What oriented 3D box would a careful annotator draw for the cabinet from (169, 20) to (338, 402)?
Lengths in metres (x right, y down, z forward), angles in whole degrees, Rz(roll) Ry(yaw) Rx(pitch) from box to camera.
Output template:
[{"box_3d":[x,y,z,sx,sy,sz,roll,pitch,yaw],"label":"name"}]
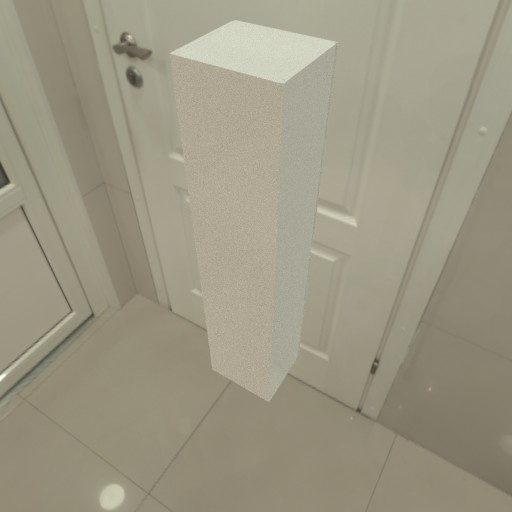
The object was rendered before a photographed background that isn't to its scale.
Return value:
[{"box_3d":[0.000,0.000,1.542,0.300,1.400,0.270,24,50,22],"label":"cabinet"}]
